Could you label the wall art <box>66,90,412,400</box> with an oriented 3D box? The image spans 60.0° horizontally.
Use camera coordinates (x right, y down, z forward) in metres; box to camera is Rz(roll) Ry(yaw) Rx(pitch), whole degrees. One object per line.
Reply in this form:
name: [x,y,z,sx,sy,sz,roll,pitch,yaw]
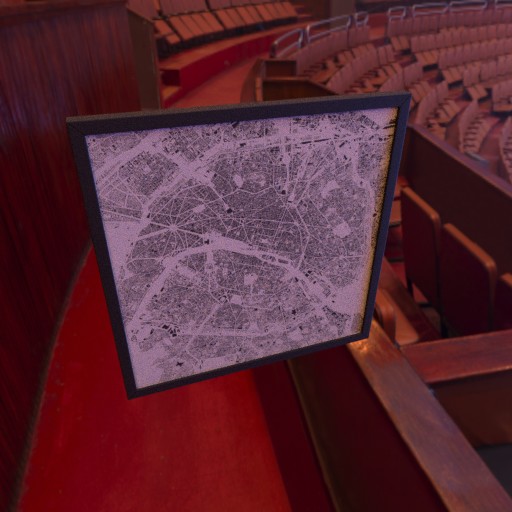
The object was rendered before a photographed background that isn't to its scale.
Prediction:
wall art: [0.000,0.000,1.146,0.763,0.763,0.037,-10,33,-16]
